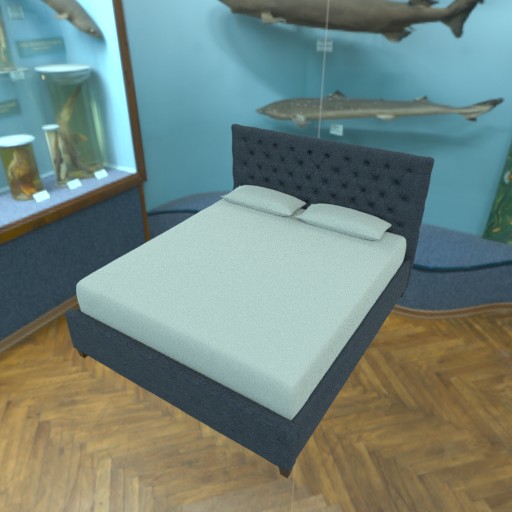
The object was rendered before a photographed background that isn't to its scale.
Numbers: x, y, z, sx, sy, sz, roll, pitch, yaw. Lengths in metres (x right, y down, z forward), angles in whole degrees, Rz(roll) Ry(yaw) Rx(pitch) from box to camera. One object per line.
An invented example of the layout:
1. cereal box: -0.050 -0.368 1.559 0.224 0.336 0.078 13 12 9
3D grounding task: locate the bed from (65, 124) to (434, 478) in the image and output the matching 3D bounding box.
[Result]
1. bed: 0.000 0.000 3.698 2.078 1.427 2.387 18 35 28
